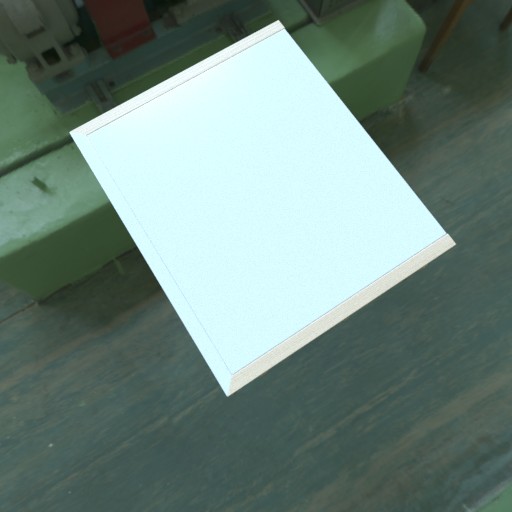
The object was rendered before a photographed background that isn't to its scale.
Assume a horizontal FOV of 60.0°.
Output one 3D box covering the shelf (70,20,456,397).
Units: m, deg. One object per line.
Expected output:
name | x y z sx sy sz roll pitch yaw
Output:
shelf | 0.000 0.000 0.784 0.290 0.600 0.350 -32 77 -8
